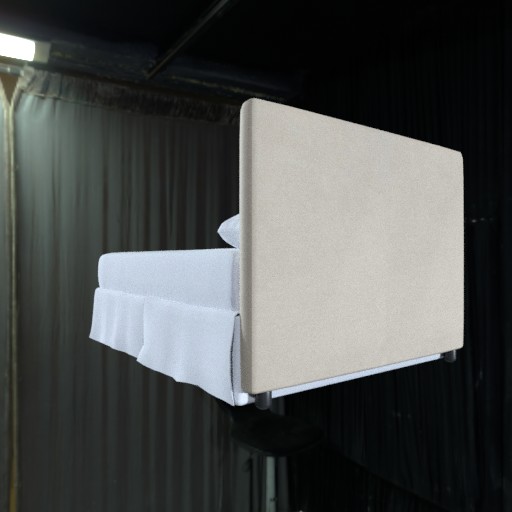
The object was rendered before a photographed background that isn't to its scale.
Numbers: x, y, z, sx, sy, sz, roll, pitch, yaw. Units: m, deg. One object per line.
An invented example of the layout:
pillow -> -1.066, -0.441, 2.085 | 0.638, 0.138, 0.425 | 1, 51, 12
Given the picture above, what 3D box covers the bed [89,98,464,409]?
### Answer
bed -> 0.000, 0.000, 3.135 | 1.723, 1.330, 2.142 | 0, 0, -36
